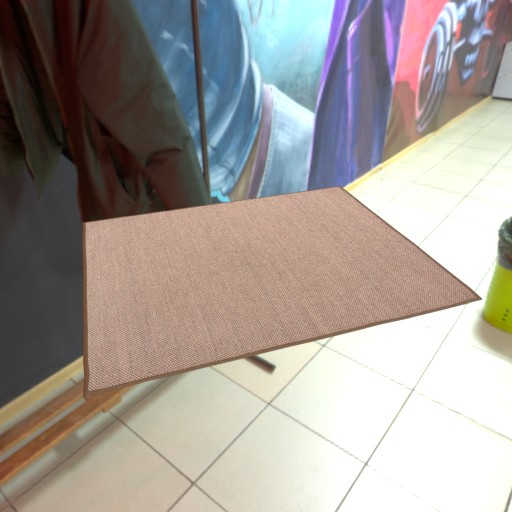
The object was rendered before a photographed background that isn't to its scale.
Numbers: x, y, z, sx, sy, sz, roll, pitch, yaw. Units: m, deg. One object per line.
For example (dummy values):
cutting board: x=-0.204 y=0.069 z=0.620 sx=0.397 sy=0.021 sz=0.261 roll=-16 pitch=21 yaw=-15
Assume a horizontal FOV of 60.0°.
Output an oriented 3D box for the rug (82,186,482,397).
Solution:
rug: x=0.000 y=0.000 z=4.080 sx=3.041 sy=0.020 sz=2.413 roll=-10 pitch=33 yaw=-16
